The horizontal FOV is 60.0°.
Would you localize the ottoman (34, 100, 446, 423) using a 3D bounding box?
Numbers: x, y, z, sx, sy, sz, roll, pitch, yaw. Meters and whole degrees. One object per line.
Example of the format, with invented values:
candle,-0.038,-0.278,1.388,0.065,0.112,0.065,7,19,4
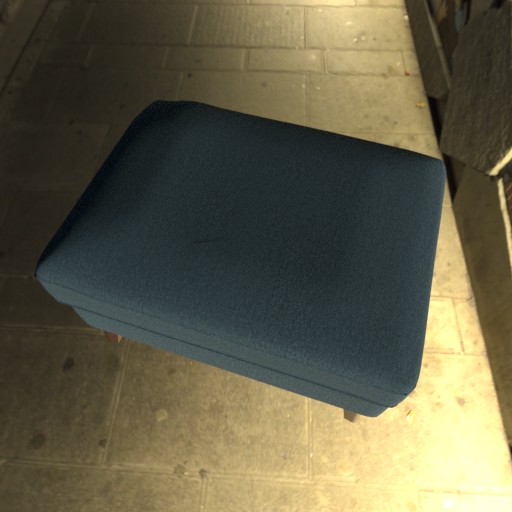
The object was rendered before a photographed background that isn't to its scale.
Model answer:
ottoman,0.000,0.000,1.205,0.835,0.503,0.629,16,60,9
